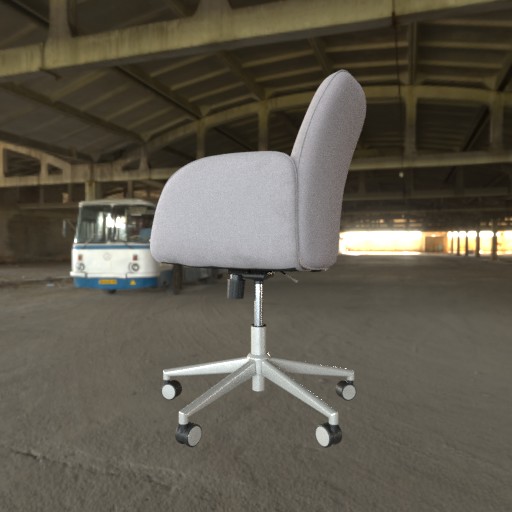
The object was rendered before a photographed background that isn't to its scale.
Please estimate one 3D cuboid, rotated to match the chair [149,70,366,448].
[{"bbox_3d":[0.000,0.000,1.379,0.654,0.959,0.648,1,2,18],"label":"chair"}]
